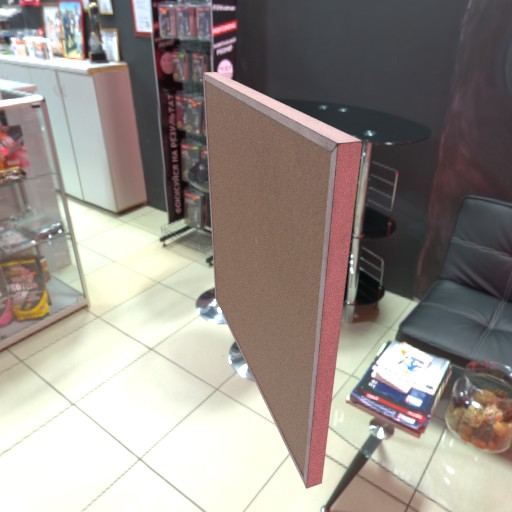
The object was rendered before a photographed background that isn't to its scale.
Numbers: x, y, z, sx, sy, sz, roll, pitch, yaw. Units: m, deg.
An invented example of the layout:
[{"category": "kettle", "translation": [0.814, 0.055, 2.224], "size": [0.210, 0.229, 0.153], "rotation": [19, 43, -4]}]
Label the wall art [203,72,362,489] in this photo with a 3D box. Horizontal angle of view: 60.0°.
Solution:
[{"category": "wall art", "translation": [0.000, 0.000, 1.103], "size": [0.038, 0.762, 0.762], "rotation": [-10, 31, -17]}]
